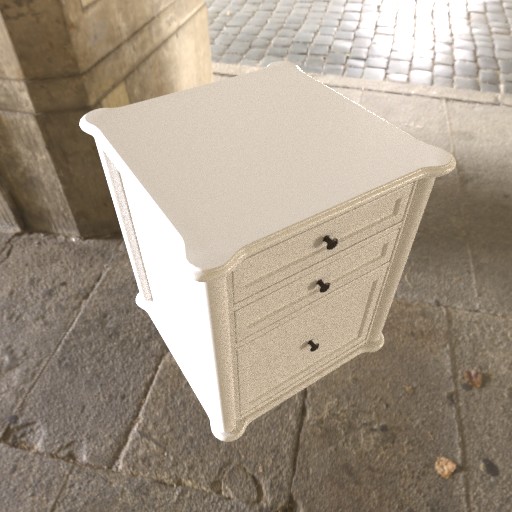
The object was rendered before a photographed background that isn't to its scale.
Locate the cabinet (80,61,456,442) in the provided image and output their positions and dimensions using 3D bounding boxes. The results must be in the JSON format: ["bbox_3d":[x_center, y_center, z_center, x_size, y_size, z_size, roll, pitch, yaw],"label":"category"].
[{"bbox_3d":[0.000,0.000,1.245,0.628,0.761,0.627,-25,50,-22],"label":"cabinet"}]
